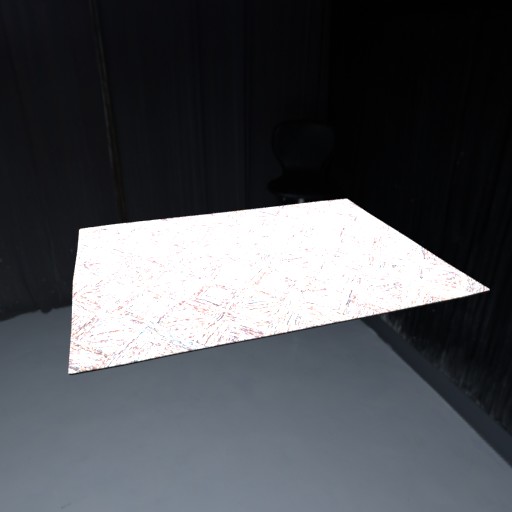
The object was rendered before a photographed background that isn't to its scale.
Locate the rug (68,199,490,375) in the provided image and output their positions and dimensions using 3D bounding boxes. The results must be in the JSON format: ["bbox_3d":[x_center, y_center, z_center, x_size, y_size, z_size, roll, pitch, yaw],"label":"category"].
[{"bbox_3d":[0.000,0.000,4.169,3.226,0.024,2.436,-8,27,-16],"label":"rug"}]
